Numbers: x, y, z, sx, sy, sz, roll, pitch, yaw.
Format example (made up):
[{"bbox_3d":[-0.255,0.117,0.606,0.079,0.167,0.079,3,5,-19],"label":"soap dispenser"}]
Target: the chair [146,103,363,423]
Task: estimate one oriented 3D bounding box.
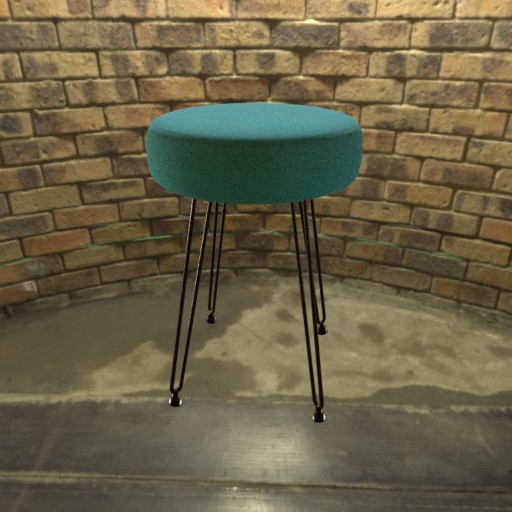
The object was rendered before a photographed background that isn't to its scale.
[{"bbox_3d":[0.000,0.000,0.710,0.350,0.440,0.350,-18,32,-32],"label":"chair"}]
